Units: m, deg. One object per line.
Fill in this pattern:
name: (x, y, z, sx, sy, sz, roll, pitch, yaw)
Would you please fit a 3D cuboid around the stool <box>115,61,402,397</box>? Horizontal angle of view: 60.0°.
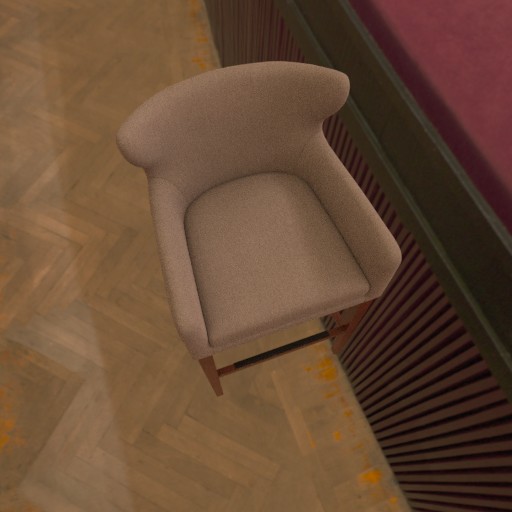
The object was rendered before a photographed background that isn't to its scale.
stool: (0.000, 0.000, 1.419, 0.575, 1.047, 0.575, -18, 65, -9)
